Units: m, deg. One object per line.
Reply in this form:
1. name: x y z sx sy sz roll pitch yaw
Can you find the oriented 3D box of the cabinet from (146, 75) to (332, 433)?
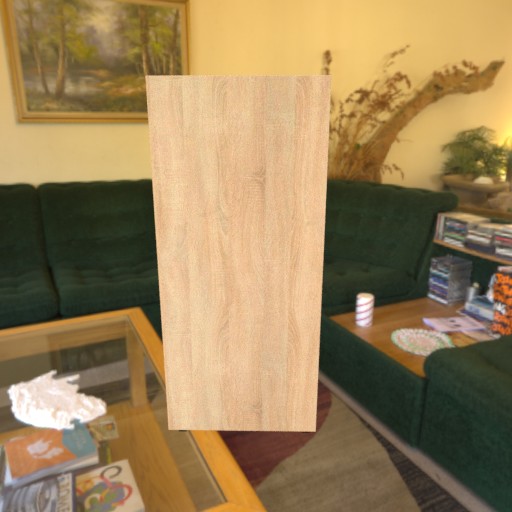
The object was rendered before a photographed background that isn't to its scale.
1. cabinet: 0.000 0.000 2.898 1.327 2.120 1.094 -15 22 -42
